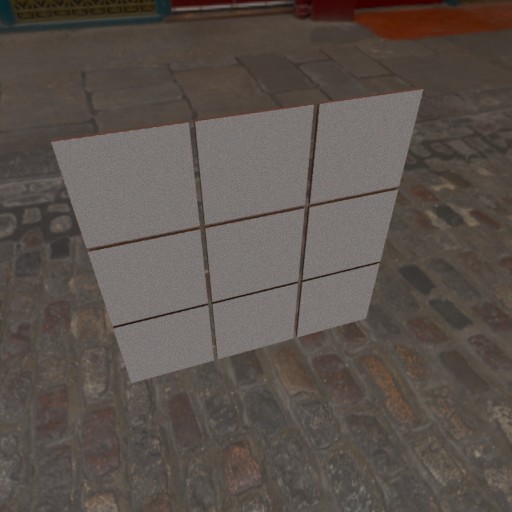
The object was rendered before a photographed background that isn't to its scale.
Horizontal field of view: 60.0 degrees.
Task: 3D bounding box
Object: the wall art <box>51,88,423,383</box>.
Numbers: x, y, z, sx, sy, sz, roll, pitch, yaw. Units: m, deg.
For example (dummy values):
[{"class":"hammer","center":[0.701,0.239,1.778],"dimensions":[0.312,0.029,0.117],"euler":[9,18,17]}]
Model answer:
[{"class":"wall art","center":[0.000,0.000,1.849],"dimensions":[1.256,1.246,0.017],"euler":[-13,43,-14]}]
